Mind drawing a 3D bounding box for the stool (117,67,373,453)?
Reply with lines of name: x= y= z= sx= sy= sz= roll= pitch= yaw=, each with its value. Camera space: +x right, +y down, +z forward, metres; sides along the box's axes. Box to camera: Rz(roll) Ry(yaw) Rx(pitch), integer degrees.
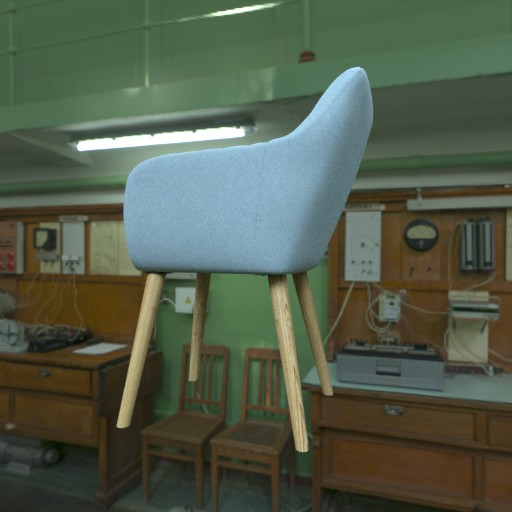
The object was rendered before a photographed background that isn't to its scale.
stool: x=0.000 y=0.000 z=1.173 sx=0.590 sy=0.830 sz=0.503 roll=0 pitch=1 yaw=17
